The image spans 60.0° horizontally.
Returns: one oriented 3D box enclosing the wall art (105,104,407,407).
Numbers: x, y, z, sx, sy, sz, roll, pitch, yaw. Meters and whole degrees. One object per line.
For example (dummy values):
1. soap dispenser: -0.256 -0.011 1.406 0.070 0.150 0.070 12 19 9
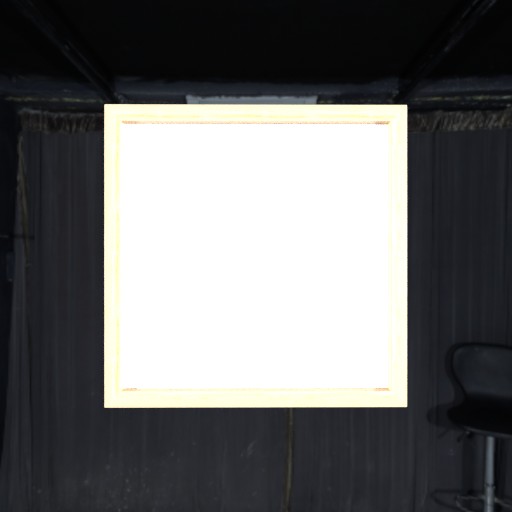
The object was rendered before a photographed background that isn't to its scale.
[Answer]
1. wall art: 0.000 0.000 0.458 0.303 0.303 0.028 0 0 0
